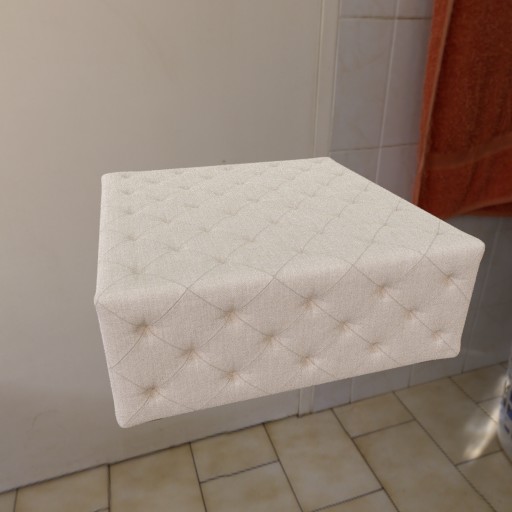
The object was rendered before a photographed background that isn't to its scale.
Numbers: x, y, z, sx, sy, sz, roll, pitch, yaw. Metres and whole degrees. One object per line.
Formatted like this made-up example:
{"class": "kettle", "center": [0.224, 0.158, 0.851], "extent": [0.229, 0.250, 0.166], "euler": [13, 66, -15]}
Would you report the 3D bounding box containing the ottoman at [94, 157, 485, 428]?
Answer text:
{"class": "ottoman", "center": [0.000, 0.000, 1.602], "extent": [1.028, 0.439, 1.028], "euler": [-7, 27, -15]}
